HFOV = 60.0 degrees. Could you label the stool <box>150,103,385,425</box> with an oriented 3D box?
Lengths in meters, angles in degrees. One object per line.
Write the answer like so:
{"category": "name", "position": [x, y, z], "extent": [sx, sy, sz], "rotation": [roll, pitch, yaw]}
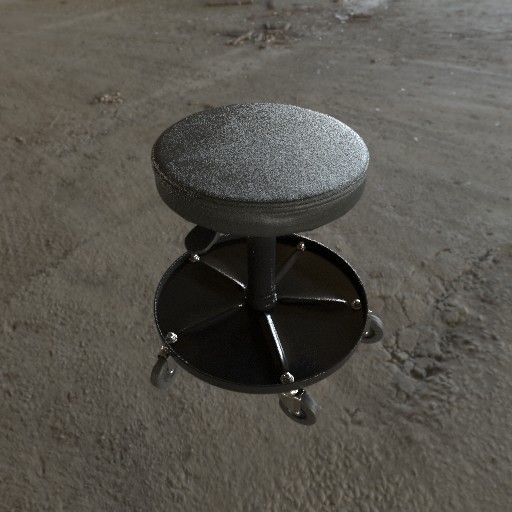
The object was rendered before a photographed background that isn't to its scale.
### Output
{"category": "stool", "position": [0.000, 0.000, 0.668], "extent": [0.381, 0.365, 0.382], "rotation": [25, 47, 26]}
